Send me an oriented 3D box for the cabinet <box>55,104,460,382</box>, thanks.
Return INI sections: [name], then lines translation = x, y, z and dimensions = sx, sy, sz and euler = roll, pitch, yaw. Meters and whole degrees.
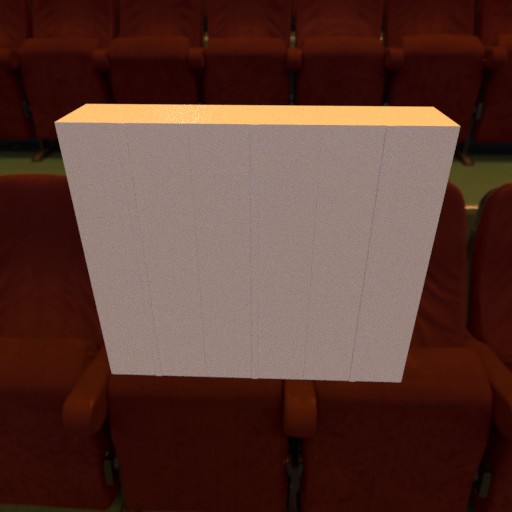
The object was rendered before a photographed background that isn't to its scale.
[cabinet]
translation = 0.000, 0.000, 3.792
dimensions = 2.700, 2.370, 0.590
euler = 1, 31, 2
